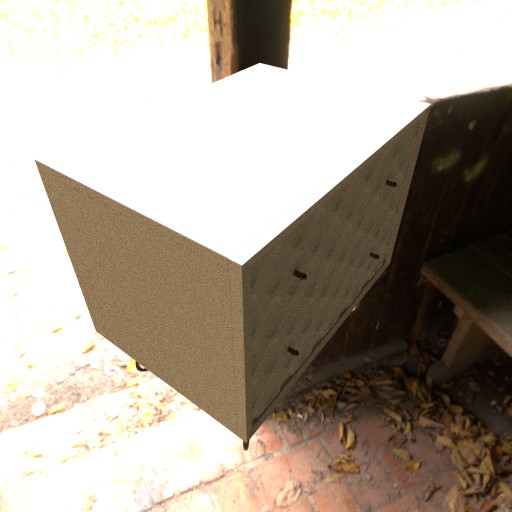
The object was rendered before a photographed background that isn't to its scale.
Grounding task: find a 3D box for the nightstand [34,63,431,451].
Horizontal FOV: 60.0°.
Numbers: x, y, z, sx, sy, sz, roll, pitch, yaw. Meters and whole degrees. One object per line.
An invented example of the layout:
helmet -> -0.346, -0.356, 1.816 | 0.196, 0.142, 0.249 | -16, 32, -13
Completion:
nightstand -> 0.000, 0.000, 1.000 | 0.447, 0.604, 0.614 | 26, 47, 27
